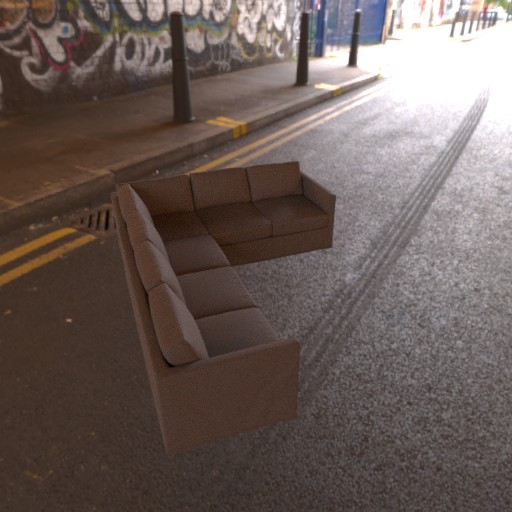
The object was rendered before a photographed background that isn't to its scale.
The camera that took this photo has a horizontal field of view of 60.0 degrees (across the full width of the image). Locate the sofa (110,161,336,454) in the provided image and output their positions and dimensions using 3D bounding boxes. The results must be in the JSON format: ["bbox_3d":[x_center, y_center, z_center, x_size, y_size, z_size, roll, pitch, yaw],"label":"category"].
[{"bbox_3d":[0.000,0.000,4.319,2.432,0.871,3.182,-11,31,-18],"label":"sofa"}]
